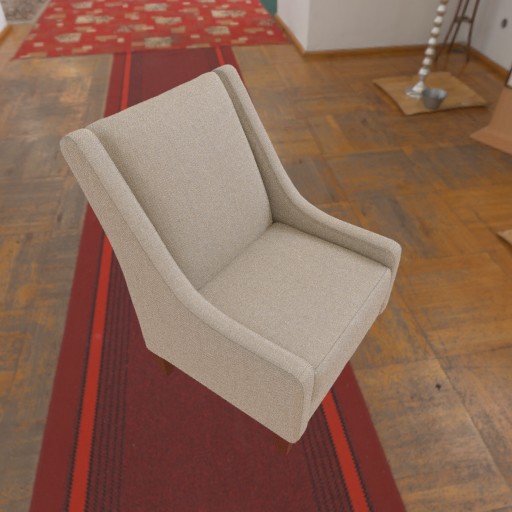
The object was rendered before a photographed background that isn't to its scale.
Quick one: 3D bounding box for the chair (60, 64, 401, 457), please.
[{"bbox_3d":[0.000,0.000,1.613,0.870,1.014,0.774,25,47,26],"label":"chair"}]
